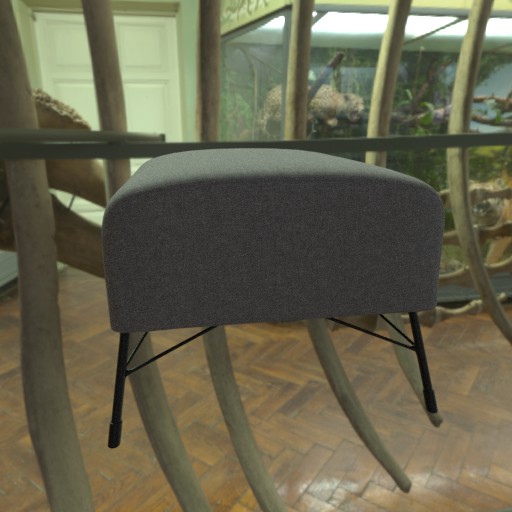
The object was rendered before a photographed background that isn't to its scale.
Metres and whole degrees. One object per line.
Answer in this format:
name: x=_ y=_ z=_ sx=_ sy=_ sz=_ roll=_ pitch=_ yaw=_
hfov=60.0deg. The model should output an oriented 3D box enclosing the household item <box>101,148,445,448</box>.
household item: x=0.000 y=0.000 z=0.883 sx=0.530 sy=0.410 sz=0.530 roll=-3 pitch=17 yaw=-9
